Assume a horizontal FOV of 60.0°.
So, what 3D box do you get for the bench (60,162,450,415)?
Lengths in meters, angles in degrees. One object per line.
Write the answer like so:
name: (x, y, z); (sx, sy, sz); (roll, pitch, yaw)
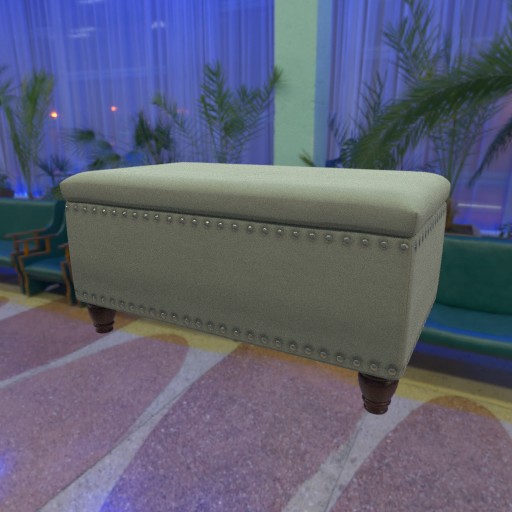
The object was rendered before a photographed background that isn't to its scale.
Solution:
bench: (0.000, 0.000, 1.195); (0.887, 0.449, 0.500); (8, 18, 27)
